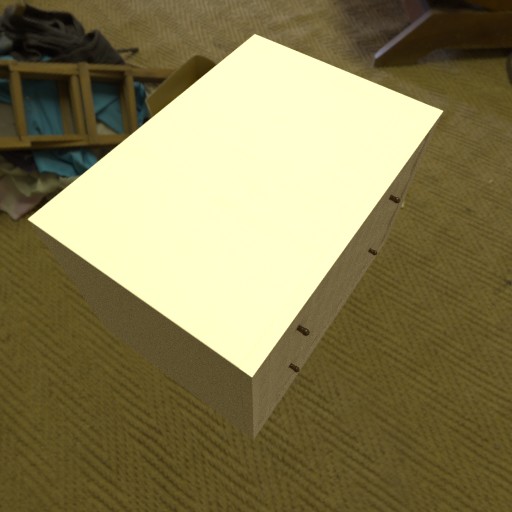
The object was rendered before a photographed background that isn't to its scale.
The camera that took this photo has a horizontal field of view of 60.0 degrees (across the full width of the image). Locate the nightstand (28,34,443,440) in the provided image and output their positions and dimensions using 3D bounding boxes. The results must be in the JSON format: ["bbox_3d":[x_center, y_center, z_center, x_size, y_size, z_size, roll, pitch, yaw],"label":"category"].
[{"bbox_3d":[0.000,0.000,1.013,0.447,0.604,0.614,31,63,18],"label":"nightstand"}]
